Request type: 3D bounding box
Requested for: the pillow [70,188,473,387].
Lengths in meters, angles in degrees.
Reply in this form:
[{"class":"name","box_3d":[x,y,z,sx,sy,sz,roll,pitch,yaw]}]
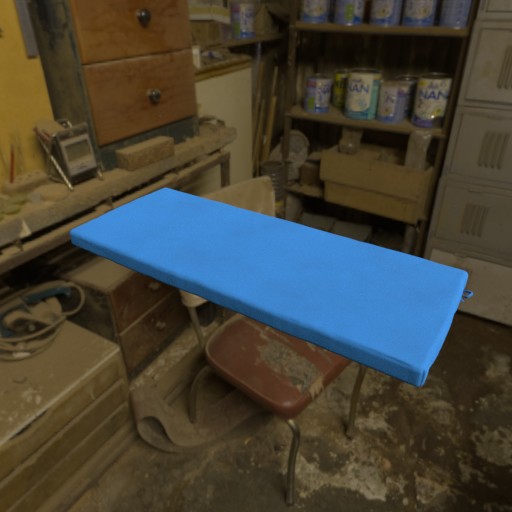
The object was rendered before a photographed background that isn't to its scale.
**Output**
[{"class":"pillow","box_3d":[0.000,0.000,1.357,1.187,0.081,0.492,18,35,28]}]
